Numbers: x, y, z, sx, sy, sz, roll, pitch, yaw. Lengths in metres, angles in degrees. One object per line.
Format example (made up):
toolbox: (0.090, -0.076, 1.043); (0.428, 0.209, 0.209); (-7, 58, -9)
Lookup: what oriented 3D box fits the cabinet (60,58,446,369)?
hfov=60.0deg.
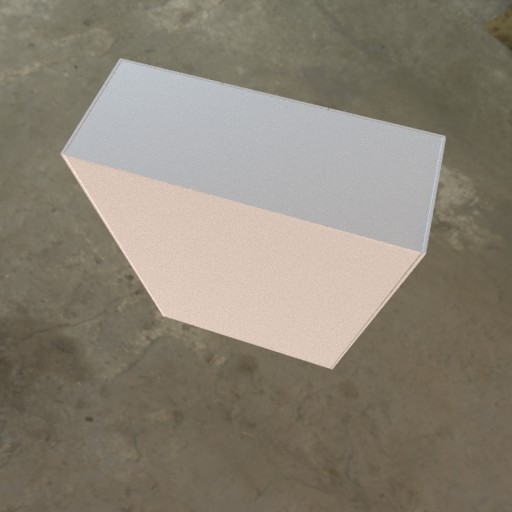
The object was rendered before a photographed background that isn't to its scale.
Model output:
cabinet: (0.000, 0.000, 2.452); (1.290, 1.910, 0.510); (16, 66, 7)
